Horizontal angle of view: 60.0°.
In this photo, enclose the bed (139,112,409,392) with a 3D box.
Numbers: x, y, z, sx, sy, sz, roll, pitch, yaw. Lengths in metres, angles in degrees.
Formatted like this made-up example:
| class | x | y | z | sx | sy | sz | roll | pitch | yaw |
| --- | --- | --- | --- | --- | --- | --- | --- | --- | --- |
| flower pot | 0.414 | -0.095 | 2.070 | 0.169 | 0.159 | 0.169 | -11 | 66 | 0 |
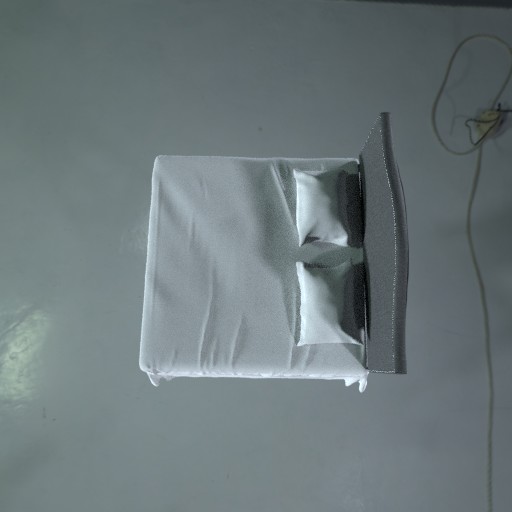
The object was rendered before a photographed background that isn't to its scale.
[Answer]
| class | x | y | z | sx | sy | sz | roll | pitch | yaw |
| --- | --- | --- | --- | --- | --- | --- | --- | --- | --- |
| bed | 0.000 | 0.000 | 3.816 | 2.219 | 1.651 | 2.314 | 1 | 76 | 0 |
